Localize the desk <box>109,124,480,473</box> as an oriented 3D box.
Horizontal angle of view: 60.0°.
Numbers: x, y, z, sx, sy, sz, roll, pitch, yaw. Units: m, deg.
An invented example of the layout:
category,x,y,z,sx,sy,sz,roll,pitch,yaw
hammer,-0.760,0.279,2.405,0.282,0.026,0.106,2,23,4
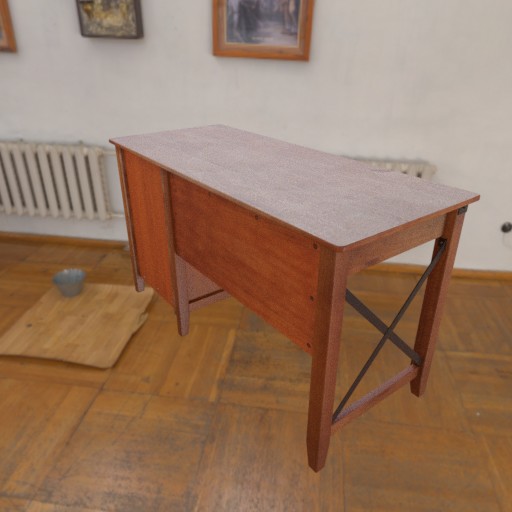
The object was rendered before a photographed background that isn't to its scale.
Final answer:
category,x,y,z,sx,sy,sz,roll,pitch,yaw
desk,0.000,0.000,1.740,0.574,0.756,1.353,-19,32,-33
